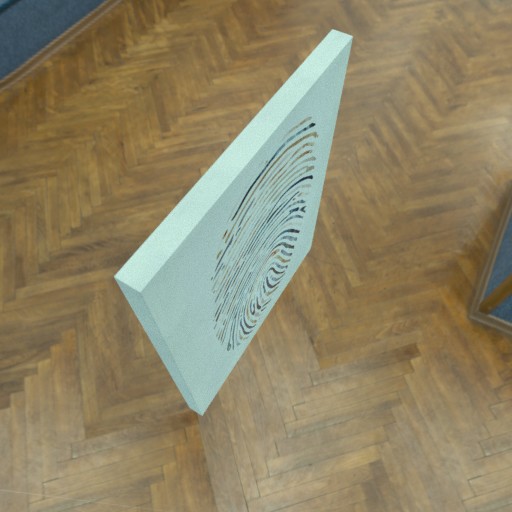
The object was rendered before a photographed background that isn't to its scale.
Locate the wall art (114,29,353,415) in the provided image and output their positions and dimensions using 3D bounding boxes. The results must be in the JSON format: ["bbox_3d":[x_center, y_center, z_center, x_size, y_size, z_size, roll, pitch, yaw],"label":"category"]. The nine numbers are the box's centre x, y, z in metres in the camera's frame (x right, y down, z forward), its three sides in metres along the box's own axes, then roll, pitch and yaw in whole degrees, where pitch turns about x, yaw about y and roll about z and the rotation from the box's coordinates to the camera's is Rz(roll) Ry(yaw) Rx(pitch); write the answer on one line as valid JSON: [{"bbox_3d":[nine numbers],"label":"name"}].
[{"bbox_3d":[0.000,0.000,0.825,0.037,0.606,0.508,28,63,16],"label":"wall art"}]
